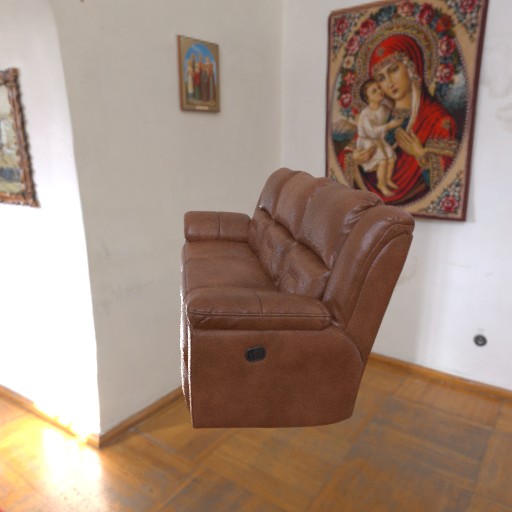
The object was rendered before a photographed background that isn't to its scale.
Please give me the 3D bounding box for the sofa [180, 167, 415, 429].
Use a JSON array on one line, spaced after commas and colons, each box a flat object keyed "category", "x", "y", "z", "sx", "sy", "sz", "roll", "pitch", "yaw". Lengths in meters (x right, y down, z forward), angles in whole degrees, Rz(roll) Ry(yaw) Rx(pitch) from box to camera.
[{"category": "sofa", "x": 0.000, "y": 0.000, "z": 2.883, "sx": 0.991, "sy": 1.043, "sz": 2.337, "roll": -2, "pitch": 15, "yaw": -9}]
